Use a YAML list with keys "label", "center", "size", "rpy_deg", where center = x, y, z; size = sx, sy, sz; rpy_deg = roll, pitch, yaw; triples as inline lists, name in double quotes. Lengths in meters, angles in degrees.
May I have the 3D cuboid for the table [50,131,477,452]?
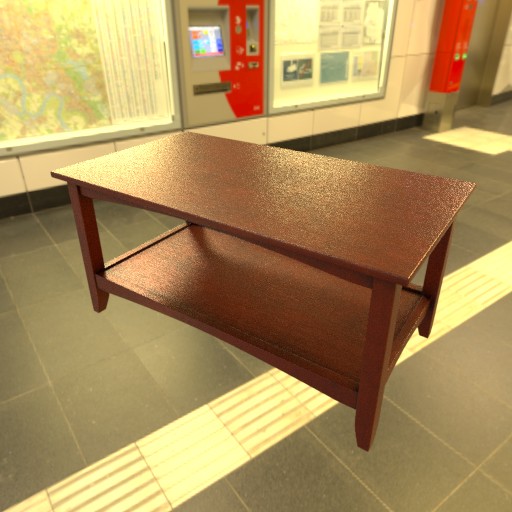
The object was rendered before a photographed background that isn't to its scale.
- label: "table"
  center: [0.000, 0.000, 1.230]
  size: [0.943, 0.456, 0.533]
  rpy_deg: [18, 34, 29]
